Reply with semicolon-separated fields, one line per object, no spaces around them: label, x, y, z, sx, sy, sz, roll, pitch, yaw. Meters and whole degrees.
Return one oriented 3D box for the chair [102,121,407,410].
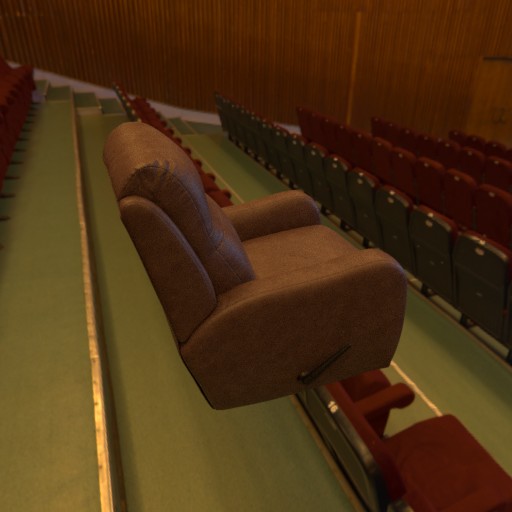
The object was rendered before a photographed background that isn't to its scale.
chair;0.000;0.000;1.866;1.067;1.067;0.865;-11;31;-19
